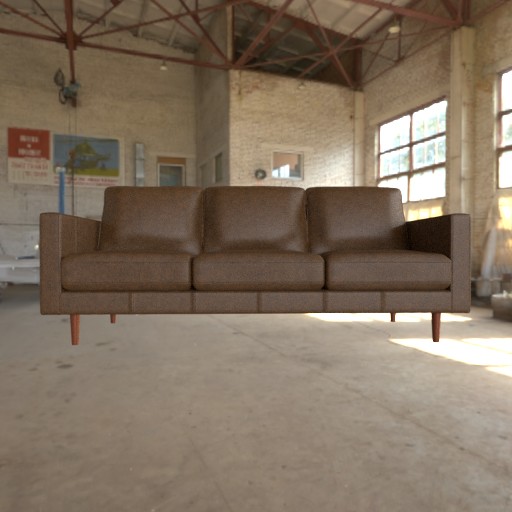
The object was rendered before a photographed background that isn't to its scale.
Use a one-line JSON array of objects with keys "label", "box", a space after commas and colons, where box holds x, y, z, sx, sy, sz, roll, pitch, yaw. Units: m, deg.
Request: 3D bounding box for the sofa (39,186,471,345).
[{"label": "sofa", "box": [0.000, 0.000, 2.699, 2.231, 0.930, 0.903, 0, 1, -2]}]
